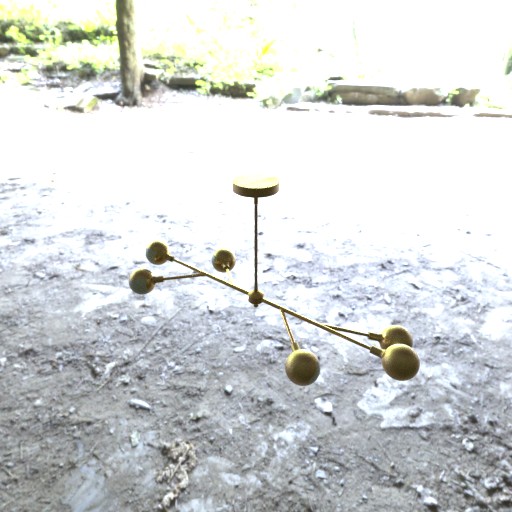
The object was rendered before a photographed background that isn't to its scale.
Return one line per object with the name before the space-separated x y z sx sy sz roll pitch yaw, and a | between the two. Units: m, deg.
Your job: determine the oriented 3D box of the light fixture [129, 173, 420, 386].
light fixture | 0.000 0.000 1.024 0.434 0.362 0.778 -18 33 -30
